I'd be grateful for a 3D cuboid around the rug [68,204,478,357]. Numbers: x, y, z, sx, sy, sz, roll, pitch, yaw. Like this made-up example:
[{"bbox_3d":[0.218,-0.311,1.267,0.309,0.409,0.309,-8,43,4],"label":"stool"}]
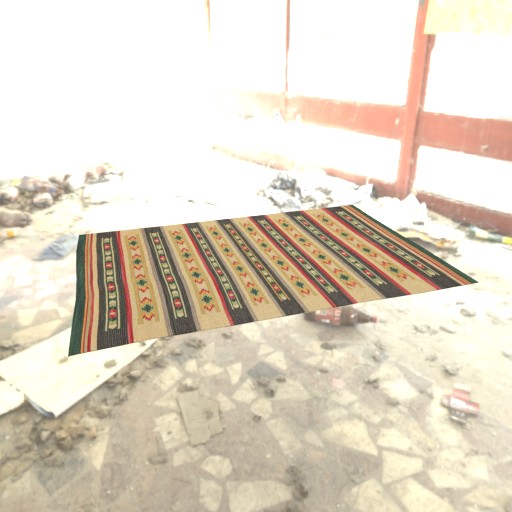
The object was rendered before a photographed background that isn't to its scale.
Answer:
[{"bbox_3d":[0.000,0.000,2.985,2.311,0.010,1.522,-8,26,-16],"label":"rug"}]
